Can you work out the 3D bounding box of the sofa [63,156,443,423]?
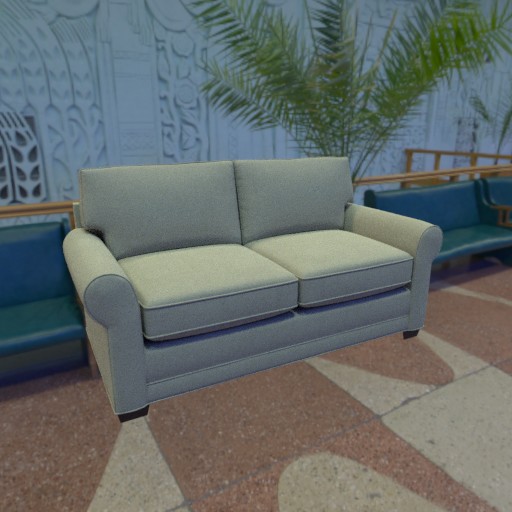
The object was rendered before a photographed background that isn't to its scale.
[{"bbox_3d":[0.000,0.000,2.278,1.774,0.933,0.861,-9,19,-26],"label":"sofa"}]
